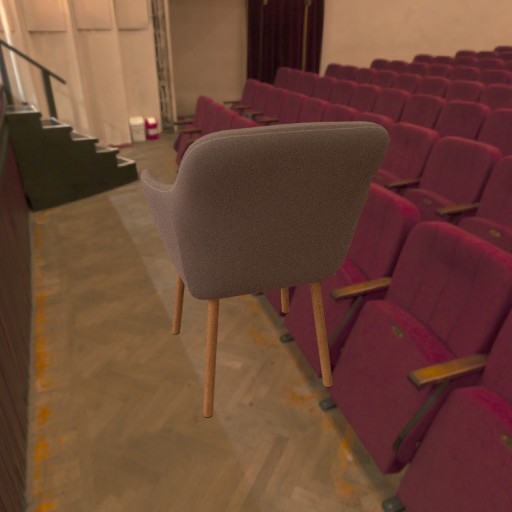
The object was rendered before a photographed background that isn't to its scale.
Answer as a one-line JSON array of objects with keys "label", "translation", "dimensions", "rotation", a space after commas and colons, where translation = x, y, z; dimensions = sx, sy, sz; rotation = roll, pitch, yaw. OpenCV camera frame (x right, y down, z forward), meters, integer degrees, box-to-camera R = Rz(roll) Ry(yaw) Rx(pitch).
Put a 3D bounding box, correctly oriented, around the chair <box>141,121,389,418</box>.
[{"label": "chair", "translation": [0.000, 0.000, 1.263], "dimensions": [0.570, 0.830, 0.590], "rotation": [-9, 28, -16]}]
